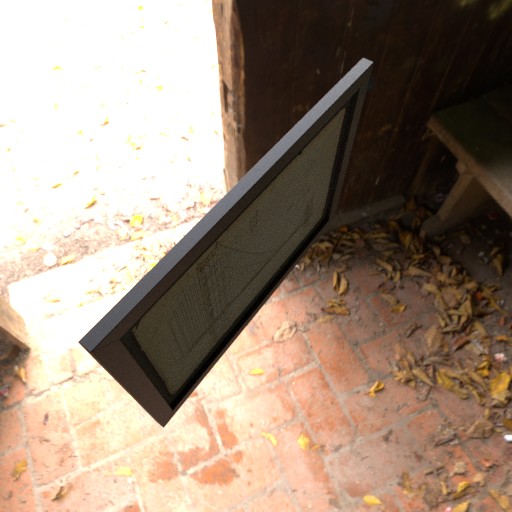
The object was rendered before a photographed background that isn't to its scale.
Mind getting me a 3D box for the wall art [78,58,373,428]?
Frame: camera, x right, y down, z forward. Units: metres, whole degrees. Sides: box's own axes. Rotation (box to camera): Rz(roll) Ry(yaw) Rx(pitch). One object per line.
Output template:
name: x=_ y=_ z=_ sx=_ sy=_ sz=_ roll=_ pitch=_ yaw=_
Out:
wall art: x=0.000 y=0.000 z=0.555 sx=0.016 sy=0.306 sz=0.432 roll=33 pitch=64 yaw=18
